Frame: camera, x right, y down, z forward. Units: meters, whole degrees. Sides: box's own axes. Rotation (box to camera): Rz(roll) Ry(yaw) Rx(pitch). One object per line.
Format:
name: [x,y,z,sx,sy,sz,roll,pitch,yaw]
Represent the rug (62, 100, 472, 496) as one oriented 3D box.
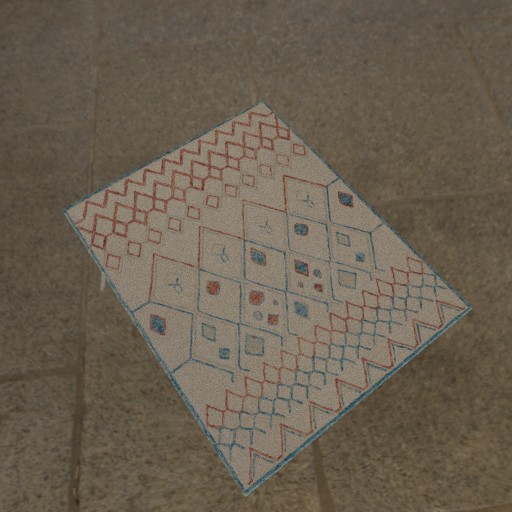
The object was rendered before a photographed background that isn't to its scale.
rug: [0.000,0.000,4.084,2.441,0.016,3.050,-33,68,-15]
